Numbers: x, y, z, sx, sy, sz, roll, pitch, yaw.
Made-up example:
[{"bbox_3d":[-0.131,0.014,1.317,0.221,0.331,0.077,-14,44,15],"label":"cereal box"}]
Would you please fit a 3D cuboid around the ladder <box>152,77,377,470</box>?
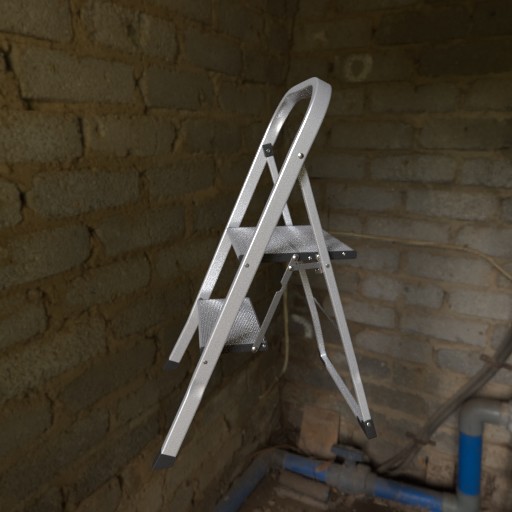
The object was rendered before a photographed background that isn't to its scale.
[{"bbox_3d":[0.000,0.000,1.125,0.530,0.830,0.465,-2,15,-8],"label":"ladder"}]
